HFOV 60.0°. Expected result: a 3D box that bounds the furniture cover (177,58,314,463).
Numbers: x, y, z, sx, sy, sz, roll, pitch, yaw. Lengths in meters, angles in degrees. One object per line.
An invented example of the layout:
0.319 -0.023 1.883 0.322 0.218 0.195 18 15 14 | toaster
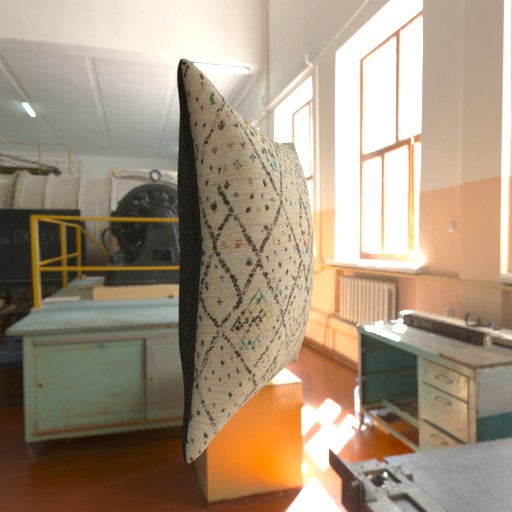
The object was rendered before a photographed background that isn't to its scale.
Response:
0.000 0.000 0.774 0.180 0.498 0.525 1 2 19 | furniture cover
